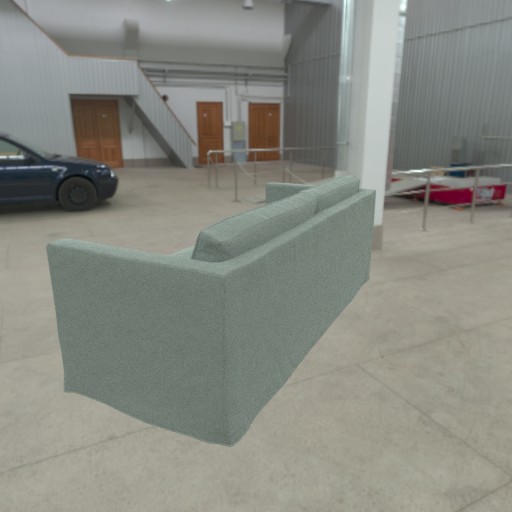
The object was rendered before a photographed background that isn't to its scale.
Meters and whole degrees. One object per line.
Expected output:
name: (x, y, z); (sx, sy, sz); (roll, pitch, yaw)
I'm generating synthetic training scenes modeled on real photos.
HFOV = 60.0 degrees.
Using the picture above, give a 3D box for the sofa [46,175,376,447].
sofa: (0.000, 0.000, 2.775); (0.962, 0.853, 2.312); (9, 19, 26)
